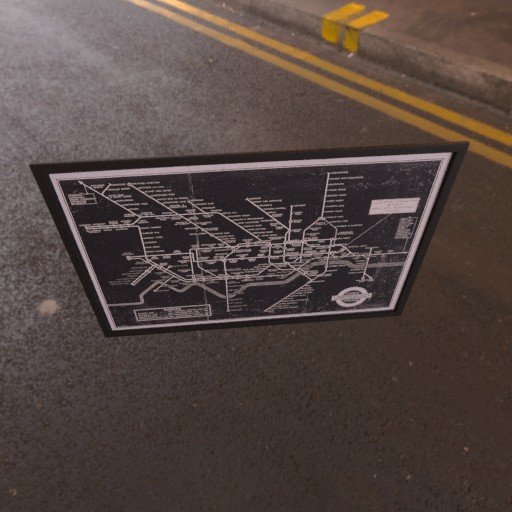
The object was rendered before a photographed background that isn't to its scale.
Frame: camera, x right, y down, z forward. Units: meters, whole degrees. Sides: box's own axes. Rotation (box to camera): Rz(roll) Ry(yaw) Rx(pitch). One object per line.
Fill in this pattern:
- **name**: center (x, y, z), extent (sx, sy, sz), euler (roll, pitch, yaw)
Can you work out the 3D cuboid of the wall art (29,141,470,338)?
- **wall art**: center (0.000, 0.000, 1.490), extent (1.192, 0.811, 0.013), euler (-4, 47, -3)
